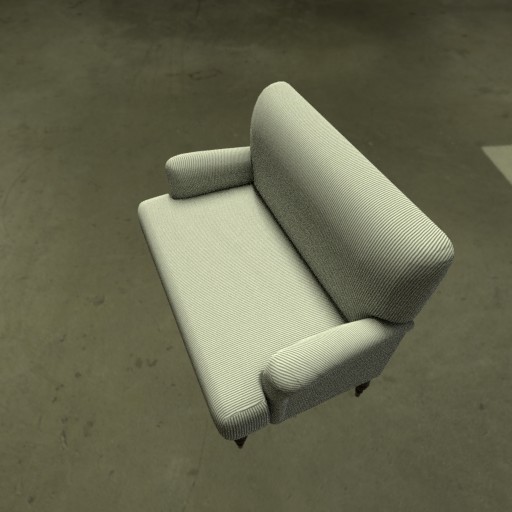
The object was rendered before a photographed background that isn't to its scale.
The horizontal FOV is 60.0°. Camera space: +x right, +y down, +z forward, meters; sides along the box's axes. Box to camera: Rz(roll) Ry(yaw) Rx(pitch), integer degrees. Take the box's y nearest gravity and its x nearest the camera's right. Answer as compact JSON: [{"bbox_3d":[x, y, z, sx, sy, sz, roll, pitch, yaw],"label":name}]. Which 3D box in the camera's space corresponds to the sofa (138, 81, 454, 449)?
[{"bbox_3d":[0.000,0.000,1.848,0.779,0.889,1.297,-18,49,-16],"label":"sofa"}]
